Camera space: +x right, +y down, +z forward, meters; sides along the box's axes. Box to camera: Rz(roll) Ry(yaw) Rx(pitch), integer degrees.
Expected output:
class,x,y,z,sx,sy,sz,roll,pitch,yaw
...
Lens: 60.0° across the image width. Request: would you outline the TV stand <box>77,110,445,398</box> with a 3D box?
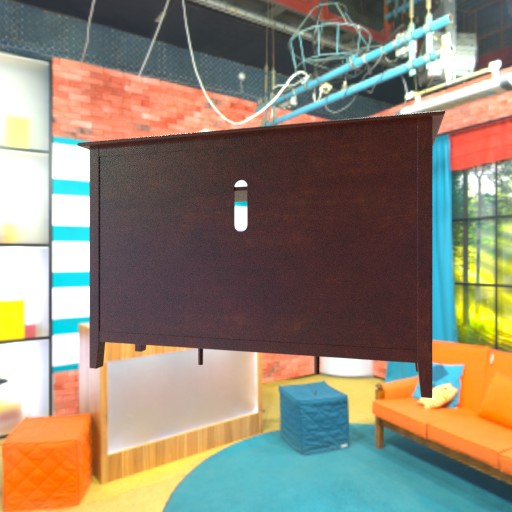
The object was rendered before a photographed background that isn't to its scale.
class,x,y,z,sx,sy,sz,roll,pitch,yaw
TV stand,0.000,0.000,1.796,1.372,0.915,0.445,0,0,17
